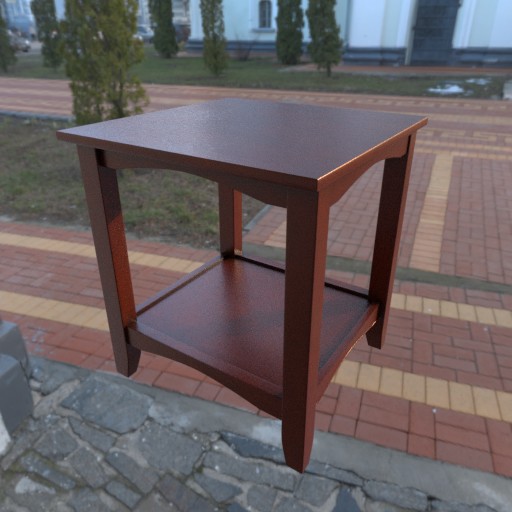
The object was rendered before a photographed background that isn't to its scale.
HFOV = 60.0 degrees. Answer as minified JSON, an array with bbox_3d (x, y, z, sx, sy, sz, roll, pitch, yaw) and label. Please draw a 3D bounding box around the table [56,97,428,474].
[{"bbox_3d":[0.000,0.000,0.955,0.523,0.558,0.522,18,32,31],"label":"table"}]
